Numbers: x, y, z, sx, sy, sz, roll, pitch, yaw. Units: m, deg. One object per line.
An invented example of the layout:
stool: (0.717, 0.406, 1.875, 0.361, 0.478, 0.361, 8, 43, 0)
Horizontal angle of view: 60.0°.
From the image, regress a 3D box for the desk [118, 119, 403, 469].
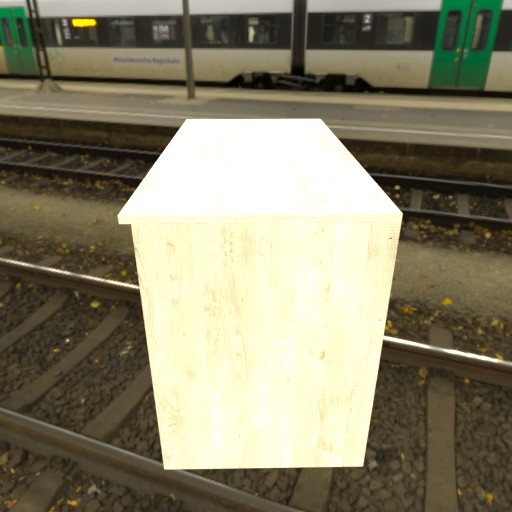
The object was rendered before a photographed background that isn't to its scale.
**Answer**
desk: (0.000, 0.000, 1.524, 0.560, 0.730, 1.100, 0, 27, -1)
